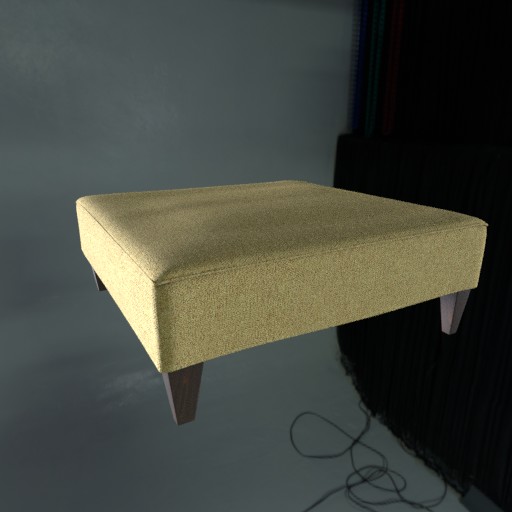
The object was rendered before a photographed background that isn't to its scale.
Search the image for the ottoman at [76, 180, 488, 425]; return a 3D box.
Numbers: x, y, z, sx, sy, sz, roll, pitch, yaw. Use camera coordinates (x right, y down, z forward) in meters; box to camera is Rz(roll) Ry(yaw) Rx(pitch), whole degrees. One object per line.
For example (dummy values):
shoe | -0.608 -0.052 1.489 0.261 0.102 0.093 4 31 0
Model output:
ottoman | 0.000 0.000 1.464 0.970 0.378 0.981 -9 19 -28
